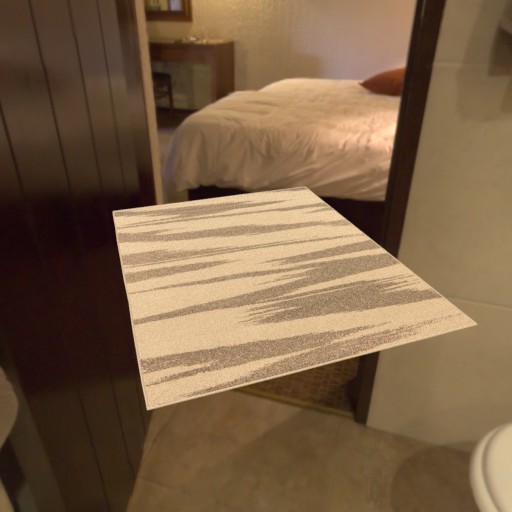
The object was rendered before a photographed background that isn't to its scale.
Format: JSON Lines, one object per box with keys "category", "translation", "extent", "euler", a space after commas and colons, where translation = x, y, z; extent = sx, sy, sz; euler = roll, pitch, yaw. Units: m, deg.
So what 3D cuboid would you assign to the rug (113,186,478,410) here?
{"category": "rug", "translation": [0.000, 0.000, 4.048], "extent": [2.353, 0.014, 2.945], "euler": [-10, 31, -17]}
